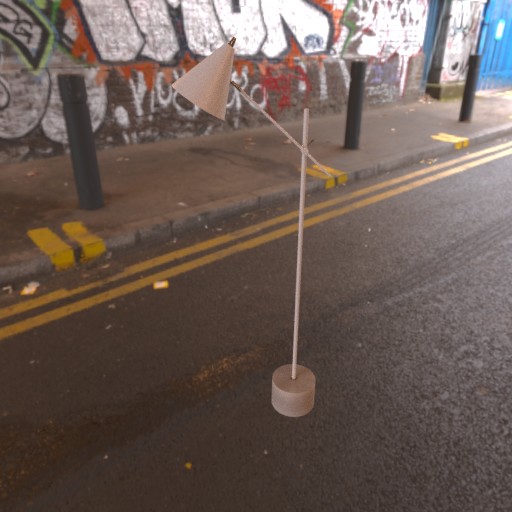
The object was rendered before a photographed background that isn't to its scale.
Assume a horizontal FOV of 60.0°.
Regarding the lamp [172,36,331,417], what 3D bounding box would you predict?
[{"bbox_3d":[0.000,0.000,1.611,0.508,1.430,0.223,-1,26,-1],"label":"lamp"}]
